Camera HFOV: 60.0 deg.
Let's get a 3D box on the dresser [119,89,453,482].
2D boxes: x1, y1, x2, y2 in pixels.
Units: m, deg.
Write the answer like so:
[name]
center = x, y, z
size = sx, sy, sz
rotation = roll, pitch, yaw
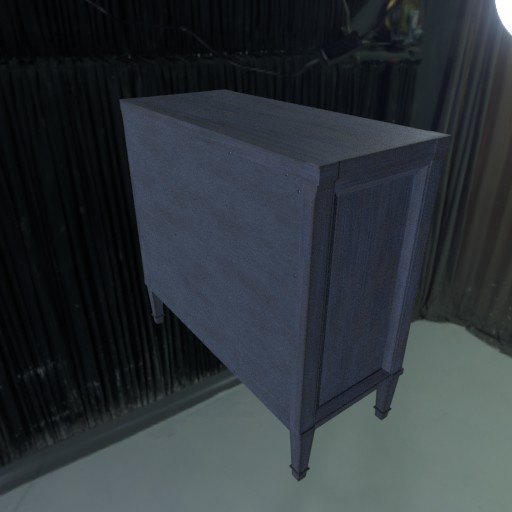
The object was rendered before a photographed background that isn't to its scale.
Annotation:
[dresser]
center = 0.000, 0.000, 1.590
size = 0.463, 0.986, 1.049
rotation = -19, 33, -32
